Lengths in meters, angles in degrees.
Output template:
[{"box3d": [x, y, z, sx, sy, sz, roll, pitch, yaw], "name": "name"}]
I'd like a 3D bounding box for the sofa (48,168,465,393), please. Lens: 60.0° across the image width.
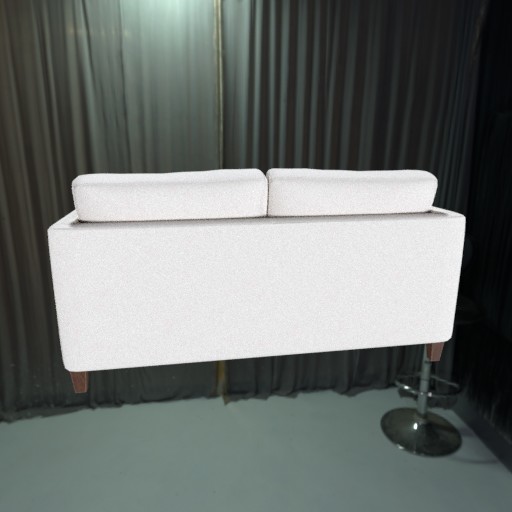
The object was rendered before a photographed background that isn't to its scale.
[{"box3d": [0.000, 0.000, 2.226, 1.722, 0.888, 0.873, -2, 15, -9], "name": "sofa"}]
